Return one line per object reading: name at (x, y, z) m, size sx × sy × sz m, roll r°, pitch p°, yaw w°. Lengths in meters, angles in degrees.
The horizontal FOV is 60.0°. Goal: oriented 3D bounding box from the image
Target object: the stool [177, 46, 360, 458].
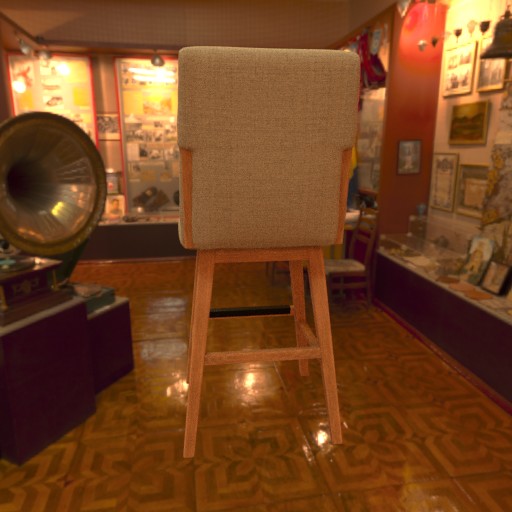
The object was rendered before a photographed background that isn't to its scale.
stool at (0.000, 0.000, 1.391) m, size 0.483 × 1.106 × 0.569 m, roll -2°, pitch 14°, yaw -7°
